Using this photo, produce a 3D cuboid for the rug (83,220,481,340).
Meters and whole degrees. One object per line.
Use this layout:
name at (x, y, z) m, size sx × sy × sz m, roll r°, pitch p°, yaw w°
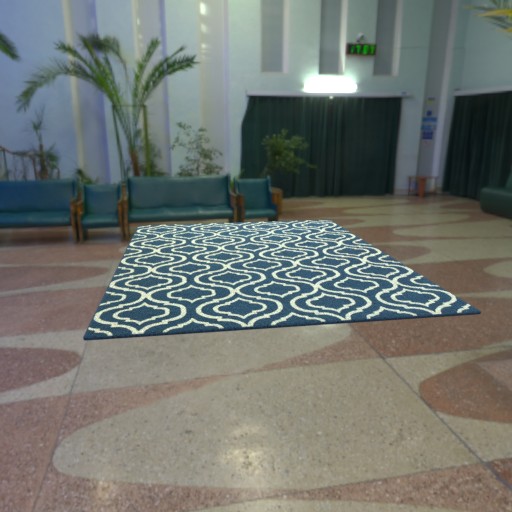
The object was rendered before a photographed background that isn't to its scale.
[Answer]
rug at (0.000, 0.000, 3.837) m, size 2.270 × 0.020 × 2.881 m, roll -2°, pitch 16°, yaw -9°
